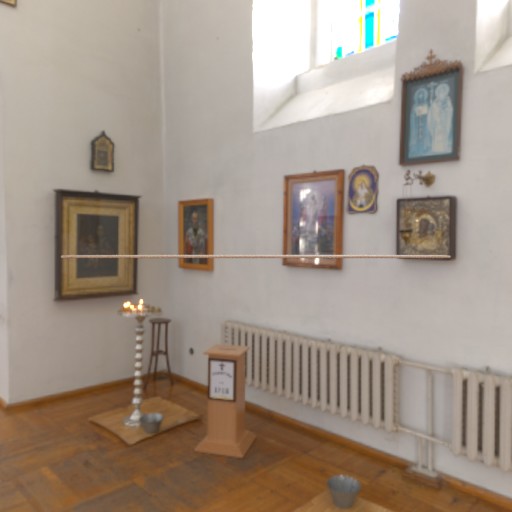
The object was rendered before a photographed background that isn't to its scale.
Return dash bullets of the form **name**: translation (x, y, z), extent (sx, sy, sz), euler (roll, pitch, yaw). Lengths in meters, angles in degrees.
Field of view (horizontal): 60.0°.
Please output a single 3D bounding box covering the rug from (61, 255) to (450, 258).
- **rug**: translation (0.000, 0.000, 4.288), extent (2.462, 0.018, 3.039), euler (0, 0, 0)
